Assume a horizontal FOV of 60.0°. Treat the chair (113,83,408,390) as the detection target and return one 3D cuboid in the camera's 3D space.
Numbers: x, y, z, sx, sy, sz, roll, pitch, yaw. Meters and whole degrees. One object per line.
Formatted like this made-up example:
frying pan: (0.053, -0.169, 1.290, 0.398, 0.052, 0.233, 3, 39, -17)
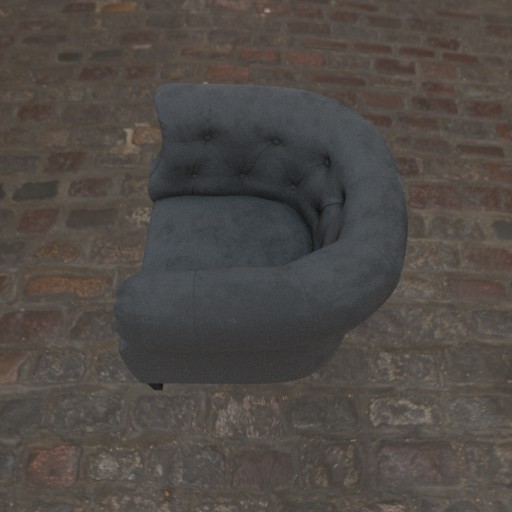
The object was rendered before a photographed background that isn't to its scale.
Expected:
chair: (0.000, 0.000, 1.547, 0.851, 0.826, 0.904, 0, 59, 0)
